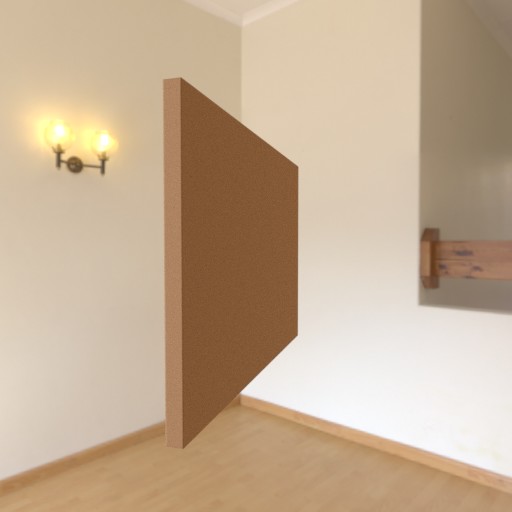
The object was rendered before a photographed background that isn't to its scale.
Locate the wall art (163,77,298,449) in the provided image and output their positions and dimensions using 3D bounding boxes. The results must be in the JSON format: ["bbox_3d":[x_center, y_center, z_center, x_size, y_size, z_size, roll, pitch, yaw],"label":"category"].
[{"bbox_3d":[0.000,0.000,1.166,0.033,0.608,0.915,1,2,17],"label":"wall art"}]
